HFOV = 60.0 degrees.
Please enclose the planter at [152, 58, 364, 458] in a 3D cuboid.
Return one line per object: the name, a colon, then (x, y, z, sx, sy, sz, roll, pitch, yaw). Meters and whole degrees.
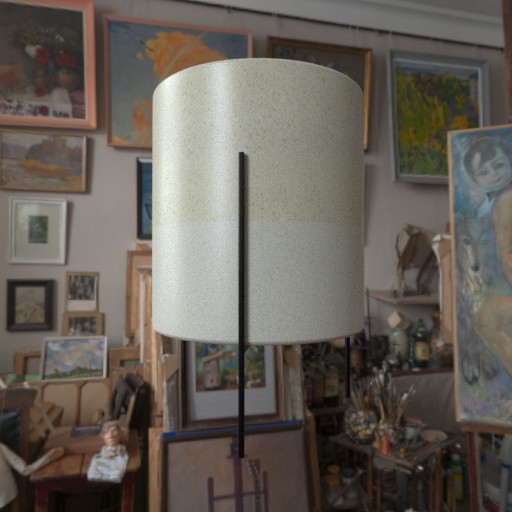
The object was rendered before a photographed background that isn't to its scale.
planter: (0.000, 0.000, 0.699, 0.333, 0.483, 0.324, 0, -1, 37)
